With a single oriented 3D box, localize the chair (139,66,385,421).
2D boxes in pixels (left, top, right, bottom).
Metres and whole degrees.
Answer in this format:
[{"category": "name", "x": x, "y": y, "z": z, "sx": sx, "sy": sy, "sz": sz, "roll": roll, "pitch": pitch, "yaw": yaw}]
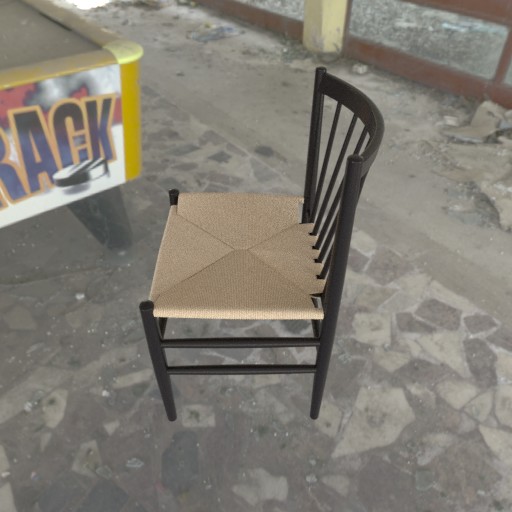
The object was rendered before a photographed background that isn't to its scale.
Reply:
[{"category": "chair", "x": 0.000, "y": 0.000, "z": 1.172, "sx": 0.516, "sy": 0.818, "sz": 0.495, "roll": 0, "pitch": 40, "yaw": -1}]
